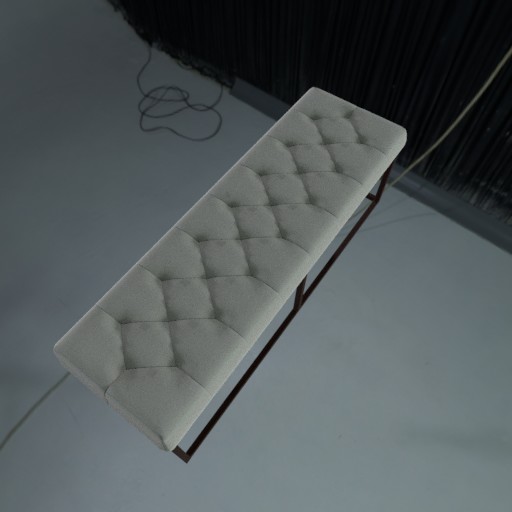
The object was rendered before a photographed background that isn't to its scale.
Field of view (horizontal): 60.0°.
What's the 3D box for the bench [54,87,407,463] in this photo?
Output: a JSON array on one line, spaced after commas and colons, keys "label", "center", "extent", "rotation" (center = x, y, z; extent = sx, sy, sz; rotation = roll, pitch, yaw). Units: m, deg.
[{"label": "bench", "center": [0.000, 0.000, 1.748], "extent": [0.479, 0.488, 1.488], "rotation": [32, 64, 18]}]
